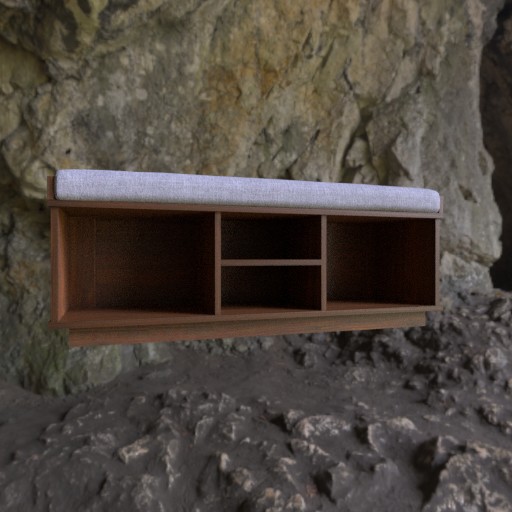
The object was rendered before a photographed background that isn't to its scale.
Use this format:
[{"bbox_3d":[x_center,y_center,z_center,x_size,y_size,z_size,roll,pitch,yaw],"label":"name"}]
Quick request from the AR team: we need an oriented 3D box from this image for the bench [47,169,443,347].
[{"bbox_3d":[0.000,0.000,1.440,1.196,0.468,0.367,0,0,-18],"label":"bench"}]
